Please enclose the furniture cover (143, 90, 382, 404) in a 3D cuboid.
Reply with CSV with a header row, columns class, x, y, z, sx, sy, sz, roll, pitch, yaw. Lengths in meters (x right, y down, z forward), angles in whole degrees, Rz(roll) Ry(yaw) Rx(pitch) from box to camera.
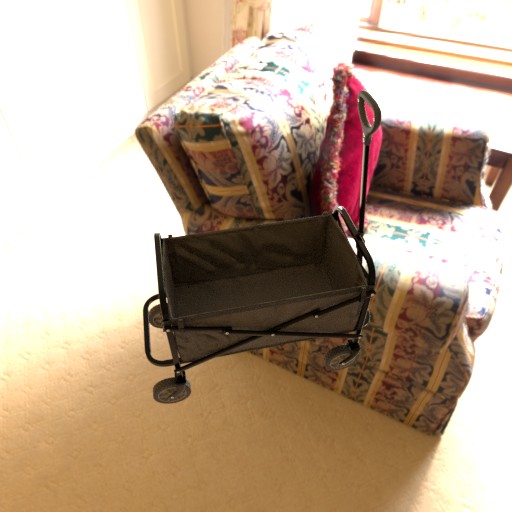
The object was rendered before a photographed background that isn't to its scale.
class,x,y,z,sx,sy,sz,roll,pitch,yaw
furniture cover,0.000,0.000,1.813,1.038,1.295,0.532,-9,46,-9
